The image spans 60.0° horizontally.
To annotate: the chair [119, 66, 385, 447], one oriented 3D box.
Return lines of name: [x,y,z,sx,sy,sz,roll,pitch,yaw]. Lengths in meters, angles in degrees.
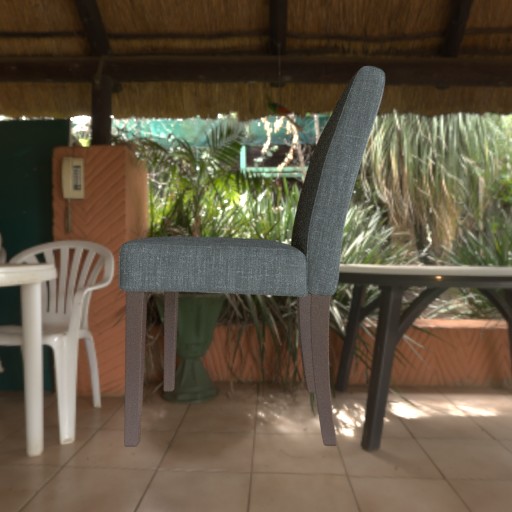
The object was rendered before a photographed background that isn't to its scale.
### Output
chair: [0.000,0.000,1.236,0.629,0.884,0.487,0,1,1]
